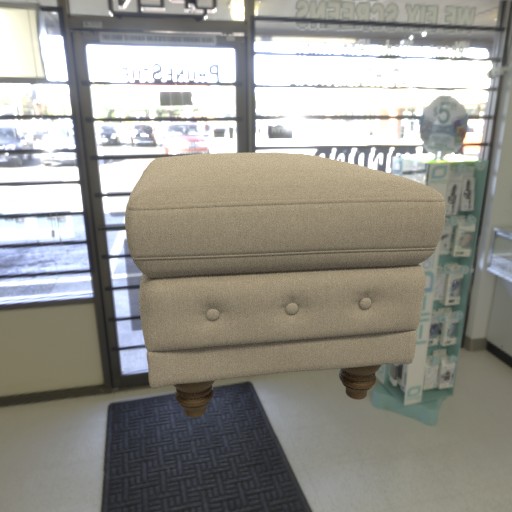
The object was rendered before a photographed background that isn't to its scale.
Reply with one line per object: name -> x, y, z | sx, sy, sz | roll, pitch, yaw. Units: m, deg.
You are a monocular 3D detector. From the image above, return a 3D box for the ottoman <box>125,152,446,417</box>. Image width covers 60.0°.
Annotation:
ottoman -> 0.000, 0.000, 1.149 | 0.569, 0.500, 0.771 | -3, 17, -9
